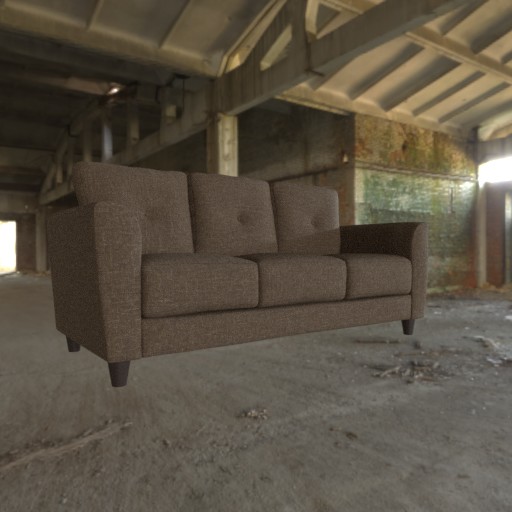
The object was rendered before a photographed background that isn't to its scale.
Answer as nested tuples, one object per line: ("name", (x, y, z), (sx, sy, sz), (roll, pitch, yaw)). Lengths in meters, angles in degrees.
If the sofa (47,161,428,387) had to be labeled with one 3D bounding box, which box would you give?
("sofa", (0.000, 0.000, 2.289), (1.847, 0.891, 0.837), (0, 1, -36))
